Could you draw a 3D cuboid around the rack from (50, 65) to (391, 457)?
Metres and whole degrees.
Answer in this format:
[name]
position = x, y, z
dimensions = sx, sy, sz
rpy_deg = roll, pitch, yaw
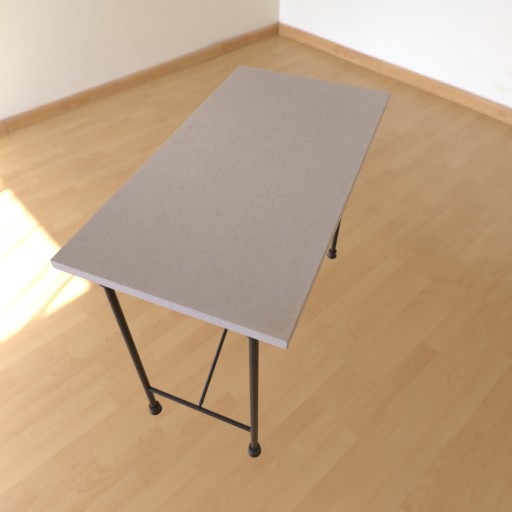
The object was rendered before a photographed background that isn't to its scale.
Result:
[rack]
position = 0.000, 0.000, 1.683
dimensions = 0.613, 0.880, 1.159
rpy_deg = 17, 49, 15
